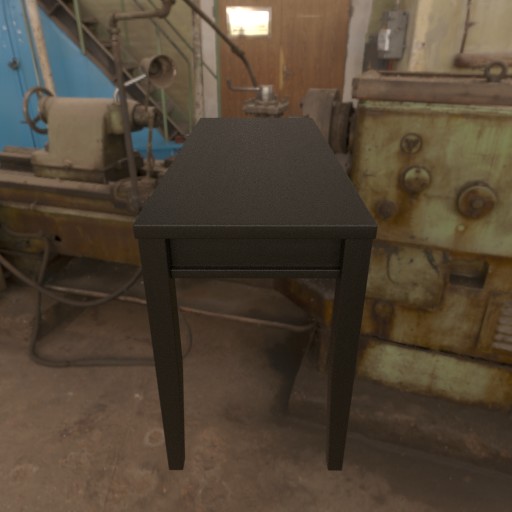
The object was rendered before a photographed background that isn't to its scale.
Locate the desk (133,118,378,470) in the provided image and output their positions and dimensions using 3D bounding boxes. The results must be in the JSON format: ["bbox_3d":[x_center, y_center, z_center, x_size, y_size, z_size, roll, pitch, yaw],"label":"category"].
[{"bbox_3d":[0.000,0.000,1.633,0.508,0.775,1.220,0,27,0],"label":"desk"}]
